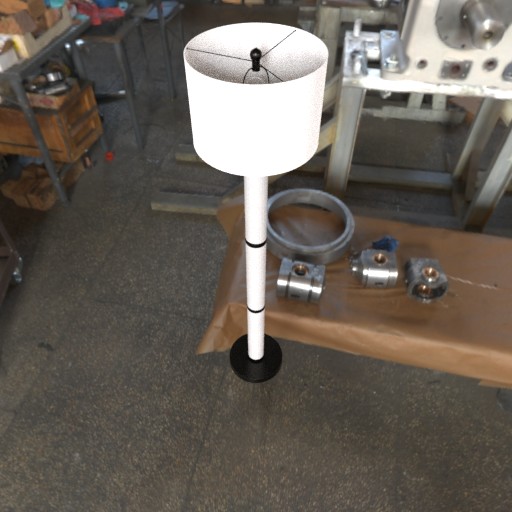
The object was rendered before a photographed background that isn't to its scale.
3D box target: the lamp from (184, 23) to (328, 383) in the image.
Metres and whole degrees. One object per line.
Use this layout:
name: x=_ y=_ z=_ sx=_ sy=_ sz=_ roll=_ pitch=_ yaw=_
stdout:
lamp: x=0.000 y=0.000 z=1.738 sx=0.377 sy=1.599 sz=0.377 roll=-17 pitch=50 yaw=-15
